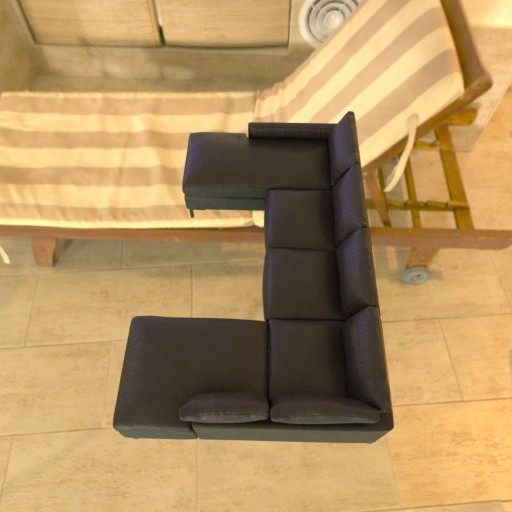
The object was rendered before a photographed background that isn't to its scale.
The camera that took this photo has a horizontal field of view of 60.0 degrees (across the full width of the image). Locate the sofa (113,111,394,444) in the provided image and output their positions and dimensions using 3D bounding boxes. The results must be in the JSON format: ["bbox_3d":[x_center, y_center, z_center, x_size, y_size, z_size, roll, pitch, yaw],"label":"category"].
[{"bbox_3d":[0.000,0.000,3.874,1.939,0.900,2.956,1,59,1],"label":"sofa"}]
